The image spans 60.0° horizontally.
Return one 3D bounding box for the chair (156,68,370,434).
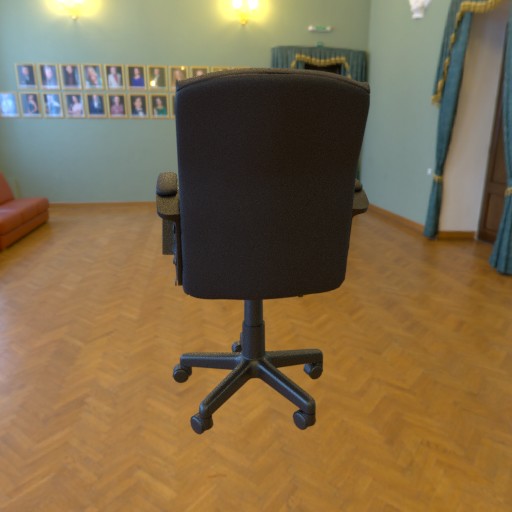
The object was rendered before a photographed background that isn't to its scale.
[{"bbox_3d":[0.000,0.000,1.354,0.576,0.998,0.641,-3,16,-9],"label":"chair"}]
